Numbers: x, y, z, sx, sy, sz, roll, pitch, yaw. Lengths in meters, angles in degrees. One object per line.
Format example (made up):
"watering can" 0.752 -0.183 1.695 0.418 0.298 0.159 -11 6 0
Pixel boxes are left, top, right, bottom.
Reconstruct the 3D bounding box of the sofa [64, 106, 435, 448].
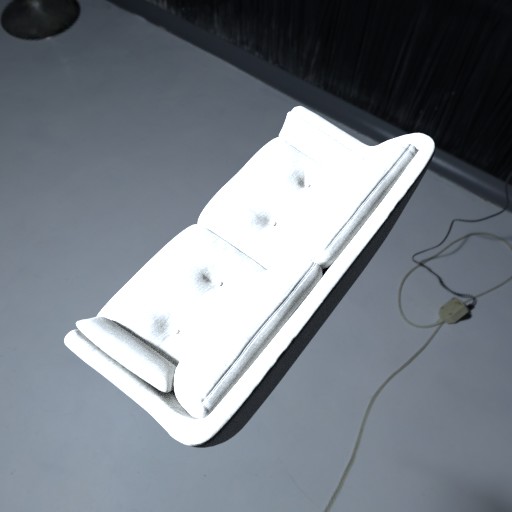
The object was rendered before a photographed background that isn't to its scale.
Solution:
"sofa" 0.000 0.000 2.410 0.976 0.897 1.930 35 69 16
